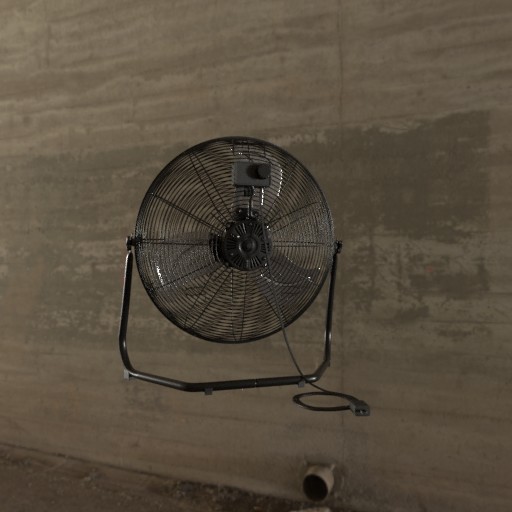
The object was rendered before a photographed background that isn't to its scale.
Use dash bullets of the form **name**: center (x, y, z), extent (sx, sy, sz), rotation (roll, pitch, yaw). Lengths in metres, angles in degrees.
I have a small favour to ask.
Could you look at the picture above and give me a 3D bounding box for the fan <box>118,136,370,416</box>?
- **fan**: center (0.000, 0.000, 1.002), extent (0.595, 0.605, 0.470), rotation (1, -2, -17)
